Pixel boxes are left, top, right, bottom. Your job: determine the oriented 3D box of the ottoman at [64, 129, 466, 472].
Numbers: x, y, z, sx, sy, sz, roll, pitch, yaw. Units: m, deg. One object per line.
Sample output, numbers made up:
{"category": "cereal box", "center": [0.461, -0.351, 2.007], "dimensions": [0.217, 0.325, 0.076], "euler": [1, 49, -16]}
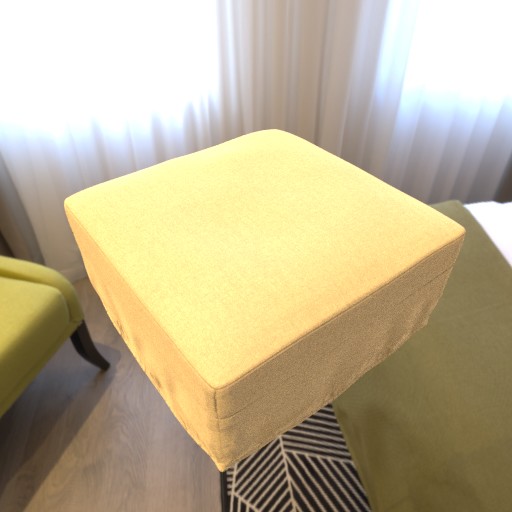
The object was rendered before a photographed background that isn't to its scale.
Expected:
{"category": "ottoman", "center": [0.000, 0.000, 1.351], "dimensions": [0.843, 0.436, 0.840], "euler": [-26, 47, -28]}
